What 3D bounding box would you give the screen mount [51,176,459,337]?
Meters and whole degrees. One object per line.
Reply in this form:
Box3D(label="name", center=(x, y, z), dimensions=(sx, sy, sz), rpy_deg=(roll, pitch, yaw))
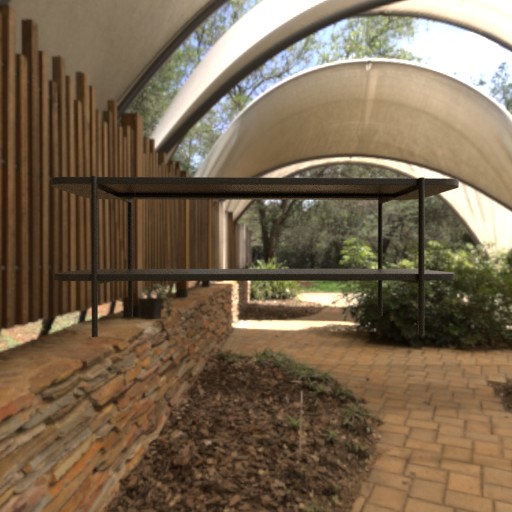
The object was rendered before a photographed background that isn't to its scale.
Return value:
Box3D(label="screen mount", center=(0.000, 0.000, 1.437), dimensions=(1.200, 0.447, 0.400), rpy_deg=(0, 1, -1))
